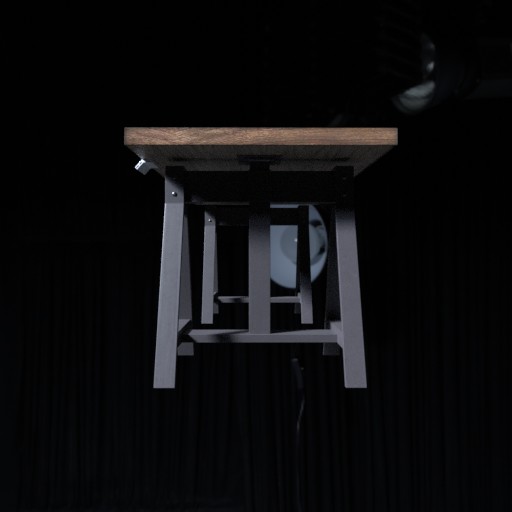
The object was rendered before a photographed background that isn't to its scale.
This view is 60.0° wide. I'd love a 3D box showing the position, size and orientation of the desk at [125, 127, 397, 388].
[{"bbox_3d":[0.000,0.000,2.002,0.784,0.725,1.543,0,0,0],"label":"desk"}]
